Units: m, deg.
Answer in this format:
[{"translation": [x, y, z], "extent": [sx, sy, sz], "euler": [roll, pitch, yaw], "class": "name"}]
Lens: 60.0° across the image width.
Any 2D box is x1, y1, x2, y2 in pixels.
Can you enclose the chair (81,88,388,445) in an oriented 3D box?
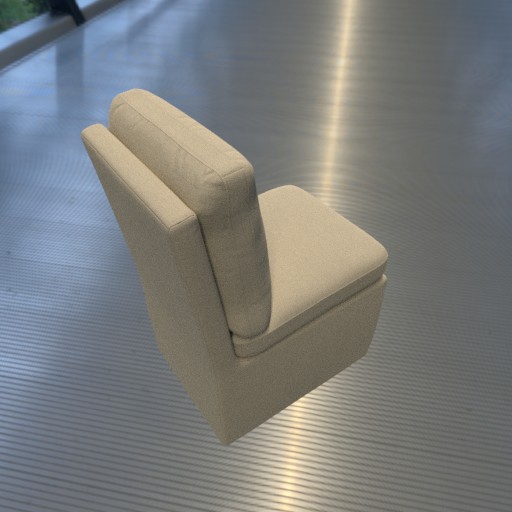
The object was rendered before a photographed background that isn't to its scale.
[{"translation": [0.000, 0.000, 1.302], "extent": [0.698, 0.927, 0.503], "euler": [-24, 46, -26], "class": "chair"}]
